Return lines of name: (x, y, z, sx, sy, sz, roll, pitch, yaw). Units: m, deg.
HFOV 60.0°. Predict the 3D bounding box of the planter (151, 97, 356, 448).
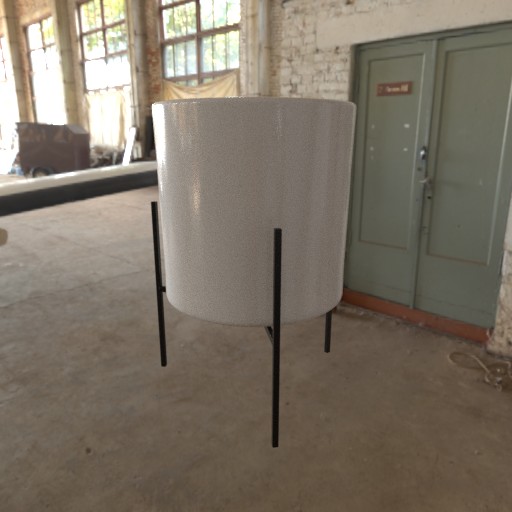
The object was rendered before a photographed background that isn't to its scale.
planter: (0.000, 0.000, 0.662, 0.307, 0.431, 0.308, -3, 16, -9)
